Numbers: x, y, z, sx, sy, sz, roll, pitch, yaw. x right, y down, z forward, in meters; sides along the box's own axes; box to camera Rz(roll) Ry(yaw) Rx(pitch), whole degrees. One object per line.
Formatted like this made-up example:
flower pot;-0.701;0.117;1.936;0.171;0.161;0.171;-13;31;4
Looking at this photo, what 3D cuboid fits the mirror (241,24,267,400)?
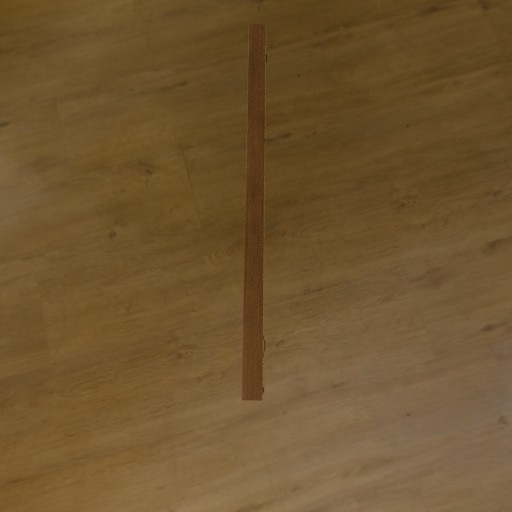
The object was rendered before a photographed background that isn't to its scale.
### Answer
mirror;0.000;0.000;1.342;0.041;1.016;0.762;1;76;0
